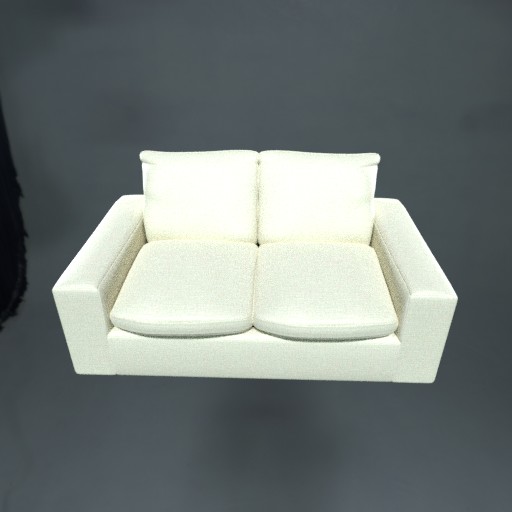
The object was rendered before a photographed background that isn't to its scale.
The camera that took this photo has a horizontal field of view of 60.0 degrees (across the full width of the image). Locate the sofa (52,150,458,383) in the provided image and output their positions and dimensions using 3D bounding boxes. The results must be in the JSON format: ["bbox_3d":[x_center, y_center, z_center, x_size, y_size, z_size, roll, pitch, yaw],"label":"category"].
[{"bbox_3d":[0.000,0.000,2.355,1.754,0.875,1.091,1,31,2],"label":"sofa"}]
